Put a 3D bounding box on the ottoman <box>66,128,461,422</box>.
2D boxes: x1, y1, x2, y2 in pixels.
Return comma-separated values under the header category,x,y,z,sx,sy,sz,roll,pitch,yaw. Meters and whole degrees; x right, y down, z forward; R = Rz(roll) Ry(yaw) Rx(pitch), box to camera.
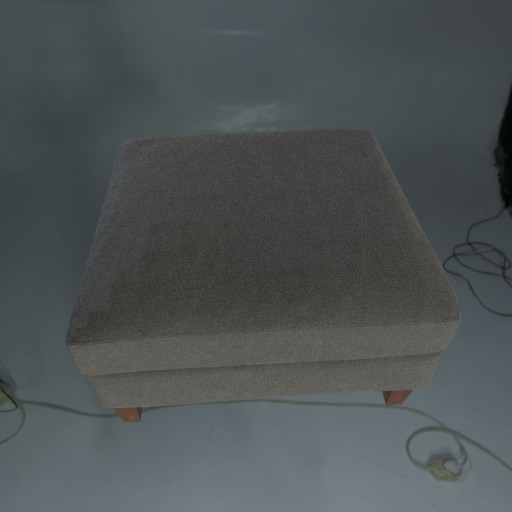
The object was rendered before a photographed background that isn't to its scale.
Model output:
category,x,y,z,sx,sy,sz,roll,pitch,yaw
ottoman,0.000,0.000,1.371,0.881,0.482,0.861,-3,45,-3
